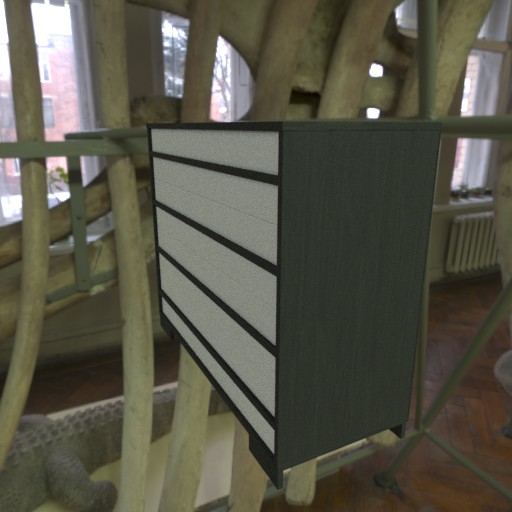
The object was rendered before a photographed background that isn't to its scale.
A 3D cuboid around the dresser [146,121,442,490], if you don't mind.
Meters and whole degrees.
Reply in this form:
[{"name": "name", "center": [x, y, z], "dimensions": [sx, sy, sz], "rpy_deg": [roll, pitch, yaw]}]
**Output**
[{"name": "dresser", "center": [0.000, 0.000, 1.417], "dimensions": [0.404, 0.816, 0.994], "rpy_deg": [-8, 18, -26]}]
